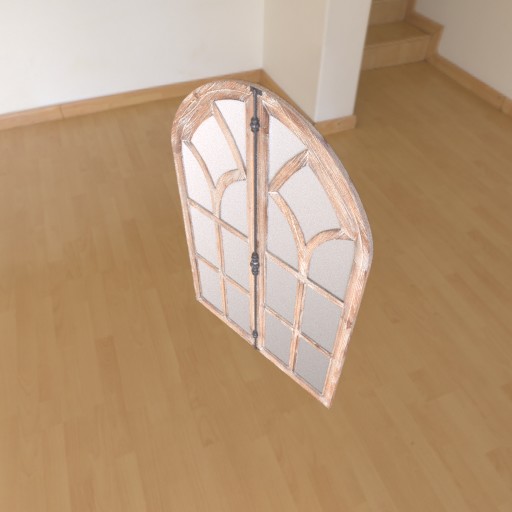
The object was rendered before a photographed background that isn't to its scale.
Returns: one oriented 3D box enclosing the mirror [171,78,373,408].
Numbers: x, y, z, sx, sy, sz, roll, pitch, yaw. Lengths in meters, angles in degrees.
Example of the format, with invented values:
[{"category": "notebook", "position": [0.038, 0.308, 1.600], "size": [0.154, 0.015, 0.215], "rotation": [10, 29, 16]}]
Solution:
[{"category": "mirror", "position": [0.000, 0.000, 1.159], "size": [0.609, 0.915, 0.032], "rotation": [35, 56, 28]}]
